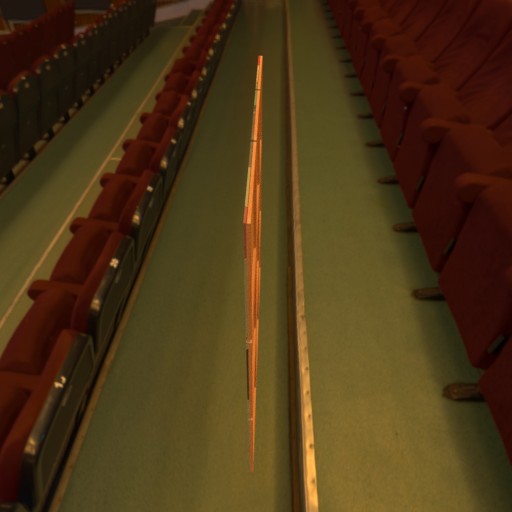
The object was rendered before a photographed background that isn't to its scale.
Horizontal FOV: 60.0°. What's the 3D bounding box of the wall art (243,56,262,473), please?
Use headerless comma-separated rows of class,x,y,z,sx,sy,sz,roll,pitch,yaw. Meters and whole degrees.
wall art,0.000,0.000,1.366,0.012,0.910,0.911,1,40,1
